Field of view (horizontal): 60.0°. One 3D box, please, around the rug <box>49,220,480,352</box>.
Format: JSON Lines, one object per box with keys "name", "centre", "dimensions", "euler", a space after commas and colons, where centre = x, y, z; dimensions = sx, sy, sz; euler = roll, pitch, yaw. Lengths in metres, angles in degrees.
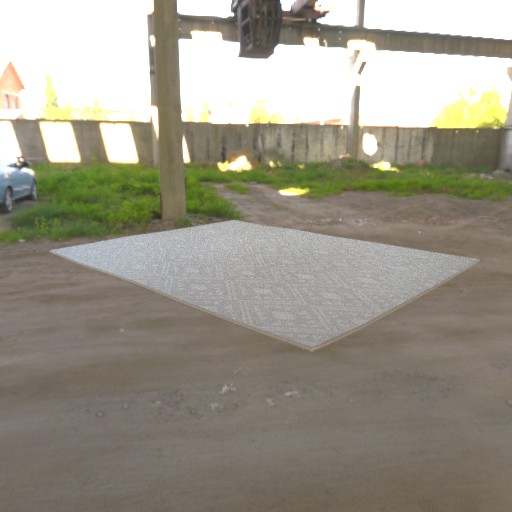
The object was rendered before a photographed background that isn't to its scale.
{"name": "rug", "centre": [0.000, 0.000, 3.942], "dimensions": [3.011, 0.054, 2.399], "euler": [13, 19, 42]}
